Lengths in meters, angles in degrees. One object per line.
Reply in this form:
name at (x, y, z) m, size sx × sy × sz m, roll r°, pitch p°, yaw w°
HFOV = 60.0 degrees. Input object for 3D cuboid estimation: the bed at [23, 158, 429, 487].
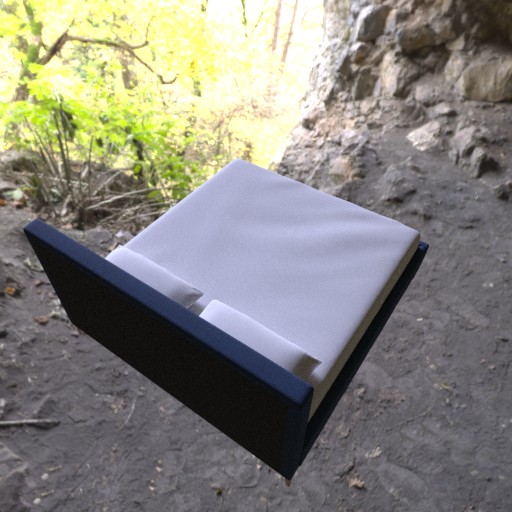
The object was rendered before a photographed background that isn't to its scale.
bed at (0.000, 0.000, 3.458) m, size 2.096 × 1.231 × 2.232 m, roll 27°, pitch 52°, yaw 23°
